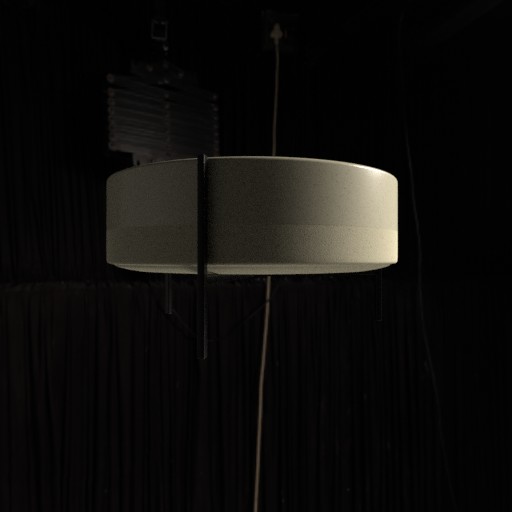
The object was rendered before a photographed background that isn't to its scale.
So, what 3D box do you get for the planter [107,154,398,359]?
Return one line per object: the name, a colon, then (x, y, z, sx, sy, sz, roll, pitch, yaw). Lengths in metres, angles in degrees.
planter: (0.000, 0.000, 0.539, 0.345, 0.171, 0.336, 0, 0, -16)
